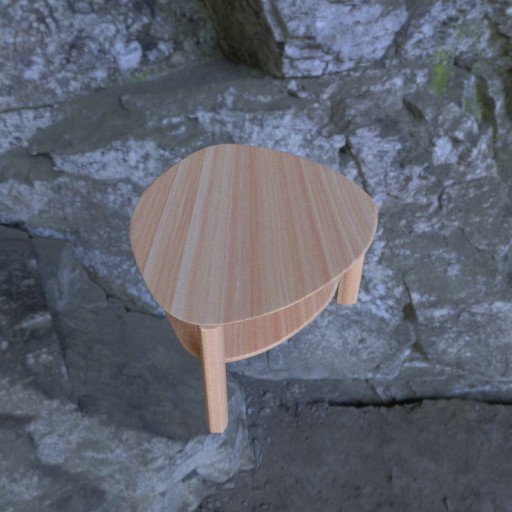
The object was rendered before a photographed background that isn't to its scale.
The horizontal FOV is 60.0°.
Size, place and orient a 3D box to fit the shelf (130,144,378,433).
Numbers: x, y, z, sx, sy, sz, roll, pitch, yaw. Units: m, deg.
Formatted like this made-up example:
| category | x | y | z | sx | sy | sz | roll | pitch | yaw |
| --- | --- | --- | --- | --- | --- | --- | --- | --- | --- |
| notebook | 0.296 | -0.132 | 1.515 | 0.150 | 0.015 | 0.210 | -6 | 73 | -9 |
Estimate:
| category | x | y | z | sx | sy | sz | roll | pitch | yaw |
| --- | --- | --- | --- | --- | --- | --- | --- | --- | --- |
| shelf | 0.000 | 0.000 | 1.681 | 0.845 | 0.440 | 1.246 | 0 | 34 | -1 |
